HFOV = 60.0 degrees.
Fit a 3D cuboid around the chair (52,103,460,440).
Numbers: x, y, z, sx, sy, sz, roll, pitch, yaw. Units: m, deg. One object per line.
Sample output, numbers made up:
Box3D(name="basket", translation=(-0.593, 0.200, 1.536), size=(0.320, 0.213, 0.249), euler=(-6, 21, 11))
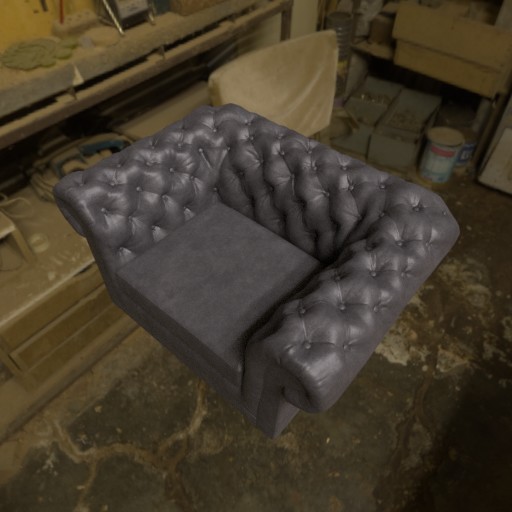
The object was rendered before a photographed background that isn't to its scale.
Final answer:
Box3D(name="chair", translation=(0.000, 0.000, 1.859), size=(1.298, 0.780, 0.943), euler=(33, 55, 26))
